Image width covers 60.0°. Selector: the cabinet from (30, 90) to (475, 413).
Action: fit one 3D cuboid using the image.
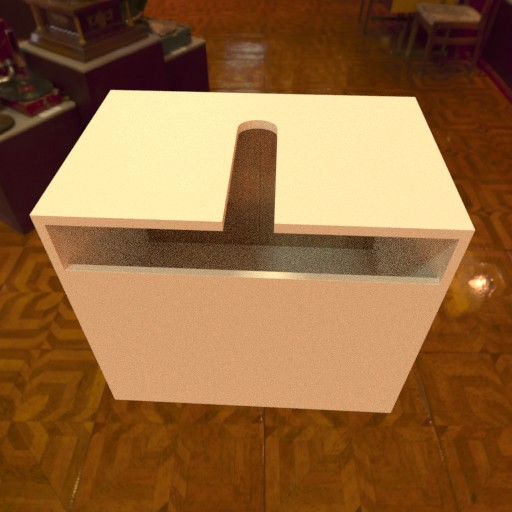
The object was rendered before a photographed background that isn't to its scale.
[{"bbox_3d":[0.000,0.000,0.920,0.600,0.522,0.400,2,45,2],"label":"cabinet"}]
